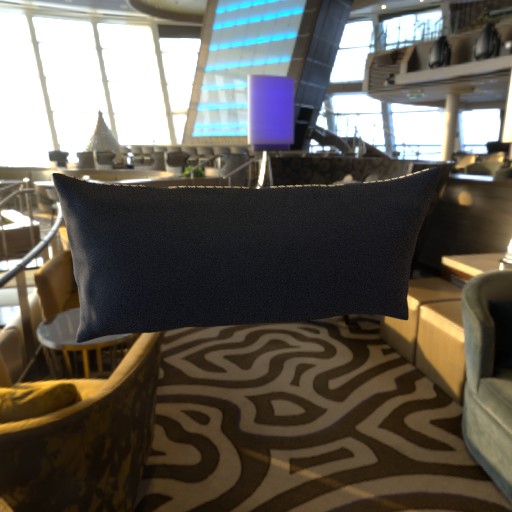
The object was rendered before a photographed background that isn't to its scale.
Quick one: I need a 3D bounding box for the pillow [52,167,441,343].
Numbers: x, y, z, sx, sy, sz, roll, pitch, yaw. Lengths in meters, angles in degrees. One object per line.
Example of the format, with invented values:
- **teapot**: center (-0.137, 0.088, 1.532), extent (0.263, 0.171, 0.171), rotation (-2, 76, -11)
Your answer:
- **pillow**: center (0.000, 0.000, 0.745), extent (0.608, 0.292, 0.156), rotation (-2, 14, -10)
